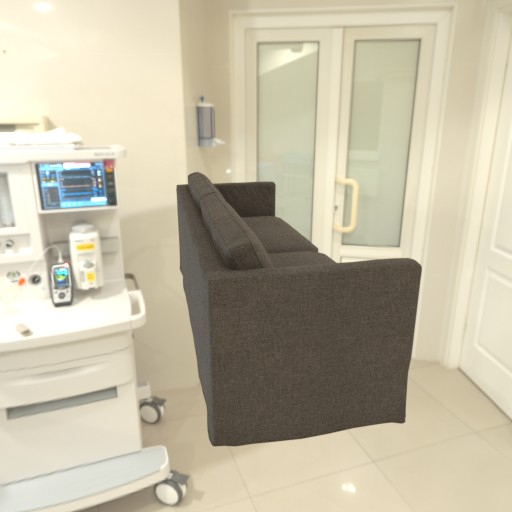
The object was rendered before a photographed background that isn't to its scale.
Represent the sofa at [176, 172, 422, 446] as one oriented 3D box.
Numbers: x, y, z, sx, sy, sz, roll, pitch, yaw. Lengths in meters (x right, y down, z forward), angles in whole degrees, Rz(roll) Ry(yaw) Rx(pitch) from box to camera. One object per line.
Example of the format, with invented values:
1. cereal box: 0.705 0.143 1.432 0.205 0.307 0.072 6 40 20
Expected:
1. sofa: 0.000 0.000 3.303 1.036 0.998 2.779 -4 18 -12
